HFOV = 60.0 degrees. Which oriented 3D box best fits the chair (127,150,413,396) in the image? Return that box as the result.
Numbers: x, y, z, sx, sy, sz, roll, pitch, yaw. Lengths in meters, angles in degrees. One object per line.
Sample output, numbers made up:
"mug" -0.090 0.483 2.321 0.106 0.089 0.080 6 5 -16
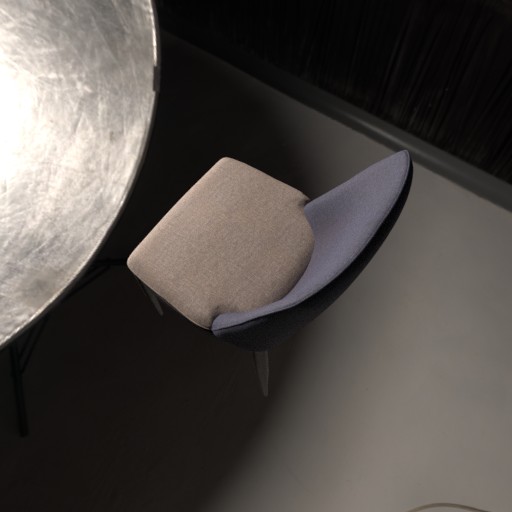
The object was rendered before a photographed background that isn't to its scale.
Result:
"chair" 0.000 0.000 1.175 0.551 0.839 0.480 32 68 15
